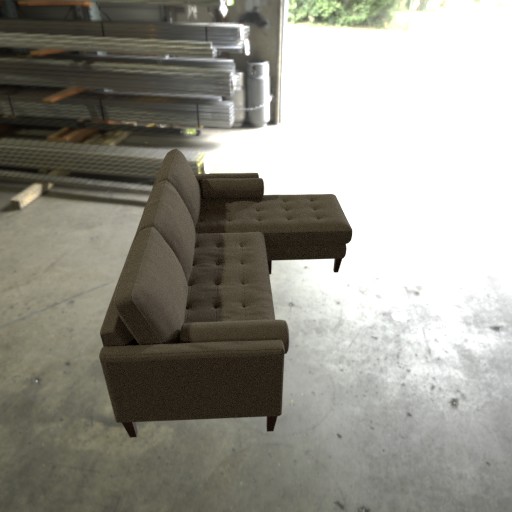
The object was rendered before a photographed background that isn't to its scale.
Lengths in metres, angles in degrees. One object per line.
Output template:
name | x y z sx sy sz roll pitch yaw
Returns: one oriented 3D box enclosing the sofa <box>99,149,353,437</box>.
sofa | 0.000 0.000 2.987 1.506 0.875 2.178 -2 32 -2
